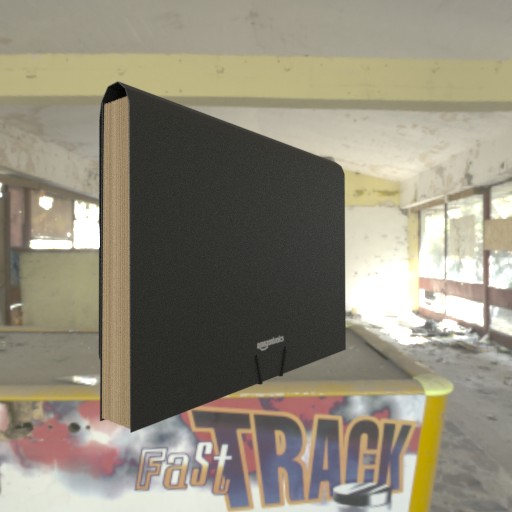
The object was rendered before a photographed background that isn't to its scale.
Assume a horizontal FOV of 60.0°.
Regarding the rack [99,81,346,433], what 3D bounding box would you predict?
[{"bbox_3d":[0.000,0.000,0.441,0.041,0.241,0.330,0,0,37],"label":"rack"}]
